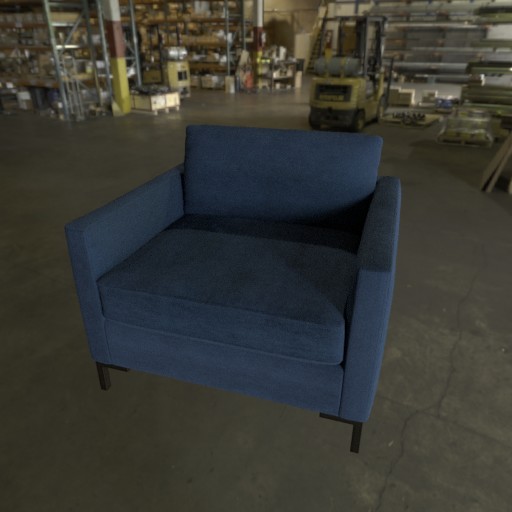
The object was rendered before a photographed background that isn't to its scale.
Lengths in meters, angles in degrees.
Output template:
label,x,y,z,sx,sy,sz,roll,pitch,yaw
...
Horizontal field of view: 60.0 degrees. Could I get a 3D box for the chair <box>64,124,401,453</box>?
label,x,y,z,sx,sy,sz,roll,pitch,yaw
chair,0.000,0.000,1.613,0.964,0.812,0.875,8,27,16
